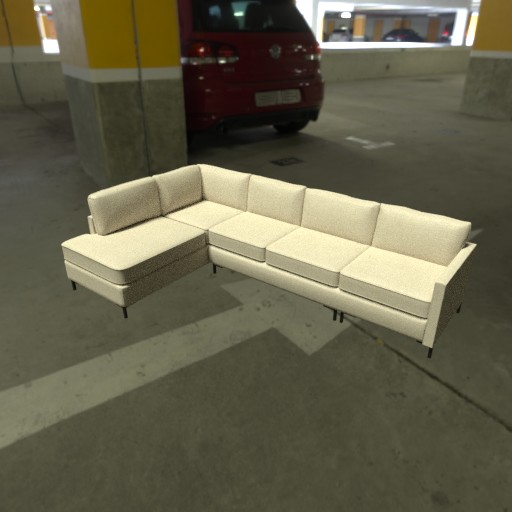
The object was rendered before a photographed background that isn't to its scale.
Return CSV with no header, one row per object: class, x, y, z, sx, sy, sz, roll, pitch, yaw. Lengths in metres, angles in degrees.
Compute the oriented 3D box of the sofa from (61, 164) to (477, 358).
sofa,0.000,0.000,4.235,3.384,0.996,2.048,19,32,33
